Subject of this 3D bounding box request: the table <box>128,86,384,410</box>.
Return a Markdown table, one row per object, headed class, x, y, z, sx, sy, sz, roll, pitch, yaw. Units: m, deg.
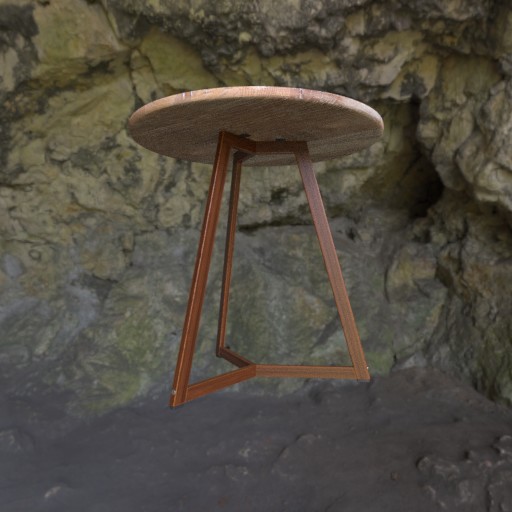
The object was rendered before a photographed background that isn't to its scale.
| class | x | y | z | sx | sy | sz | roll | pitch | yaw |
| --- | --- | --- | --- | --- | --- | --- | --- | --- | --- |
| table | 0.000 | 0.000 | 0.903 | 0.500 | 0.500 | 0.500 | 0 | 0 | 0 |
